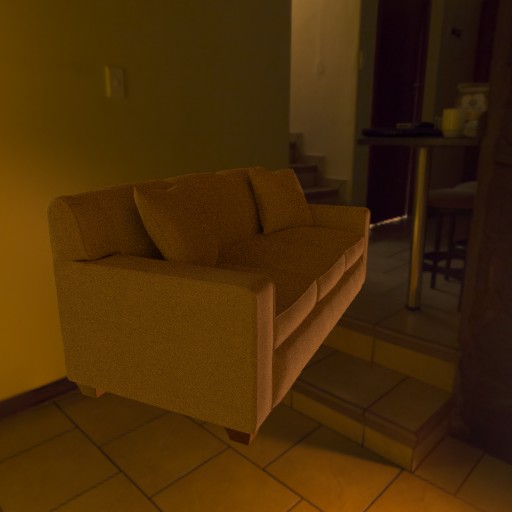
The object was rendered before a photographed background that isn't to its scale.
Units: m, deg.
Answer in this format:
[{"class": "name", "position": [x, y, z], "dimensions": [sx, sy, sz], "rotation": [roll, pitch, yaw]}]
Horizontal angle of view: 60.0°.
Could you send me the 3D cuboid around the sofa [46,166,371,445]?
[{"class": "sofa", "position": [0.000, 0.000, 2.589], "dimensions": [0.997, 0.958, 2.024], "rotation": [7, 16, 24]}]
